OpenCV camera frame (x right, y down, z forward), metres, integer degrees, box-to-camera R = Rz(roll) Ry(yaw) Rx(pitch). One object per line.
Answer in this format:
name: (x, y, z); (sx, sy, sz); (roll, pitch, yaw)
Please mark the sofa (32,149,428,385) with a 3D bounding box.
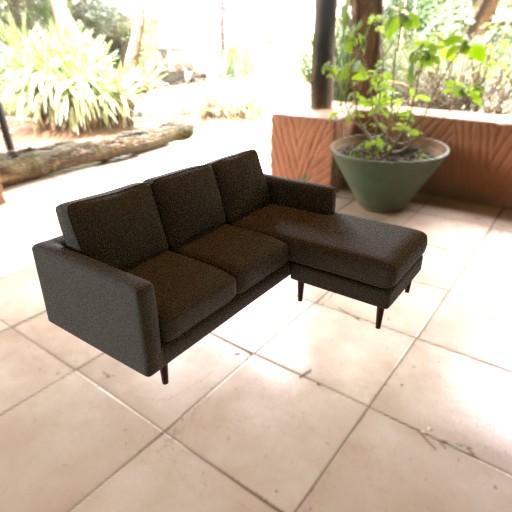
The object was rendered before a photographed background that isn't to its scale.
sofa: (0.000, 0.000, 2.914); (1.667, 0.957, 2.055); (17, 30, 32)
